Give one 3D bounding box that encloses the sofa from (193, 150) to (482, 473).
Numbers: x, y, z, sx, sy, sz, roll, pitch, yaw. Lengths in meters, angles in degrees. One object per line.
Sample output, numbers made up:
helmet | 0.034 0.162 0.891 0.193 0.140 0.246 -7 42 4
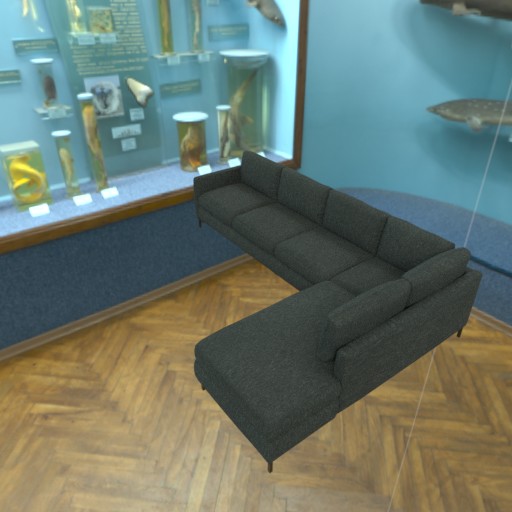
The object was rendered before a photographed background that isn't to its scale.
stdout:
sofa | 0.000 0.000 3.814 2.007 0.815 2.949 -21 38 -30
